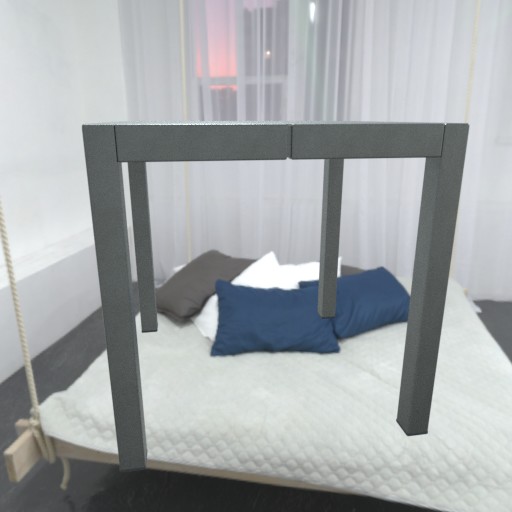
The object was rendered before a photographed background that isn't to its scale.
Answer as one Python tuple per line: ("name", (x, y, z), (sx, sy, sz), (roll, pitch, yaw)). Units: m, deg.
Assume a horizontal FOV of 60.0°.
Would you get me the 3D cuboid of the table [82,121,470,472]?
("table", (0.000, 0.000, 0.877), (0.508, 0.508, 0.508), (-3, 18, -9))
